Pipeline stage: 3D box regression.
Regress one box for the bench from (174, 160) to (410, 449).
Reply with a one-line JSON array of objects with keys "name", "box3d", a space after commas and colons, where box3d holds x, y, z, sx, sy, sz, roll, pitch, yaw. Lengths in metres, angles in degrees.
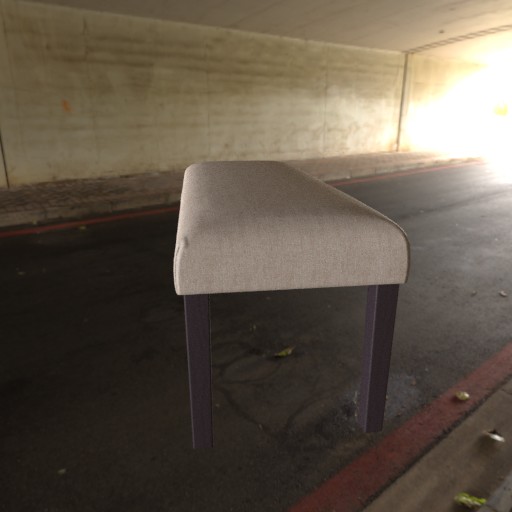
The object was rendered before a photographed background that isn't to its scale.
[{"name": "bench", "box3d": [0.000, 0.000, 1.260, 0.407, 0.456, 1.013, -2, 18, -7]}]
